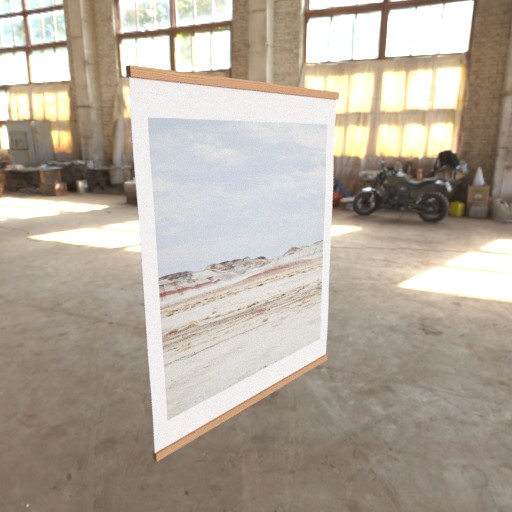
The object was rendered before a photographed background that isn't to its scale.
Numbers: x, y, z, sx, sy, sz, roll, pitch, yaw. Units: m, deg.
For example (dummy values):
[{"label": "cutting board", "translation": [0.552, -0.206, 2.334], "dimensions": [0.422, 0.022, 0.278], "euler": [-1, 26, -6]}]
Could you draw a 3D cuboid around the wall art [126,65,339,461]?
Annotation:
[{"label": "wall art", "translation": [0.000, 0.000, 0.689], "dimensions": [0.010, 0.507, 0.404], "euler": [14, 20, 42]}]
